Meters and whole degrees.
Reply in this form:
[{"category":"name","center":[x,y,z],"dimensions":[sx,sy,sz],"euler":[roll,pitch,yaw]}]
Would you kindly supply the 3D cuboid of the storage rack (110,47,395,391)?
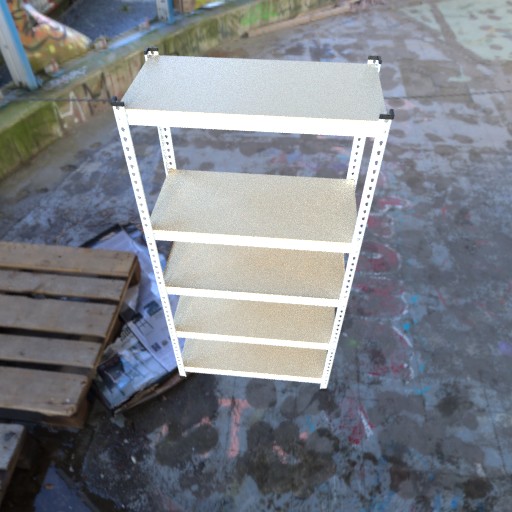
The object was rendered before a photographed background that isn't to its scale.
[{"category":"storage rack","center":[0.000,0.000,2.226],"dimensions":[0.914,1.829,0.457],"euler":[4,47,4]}]
